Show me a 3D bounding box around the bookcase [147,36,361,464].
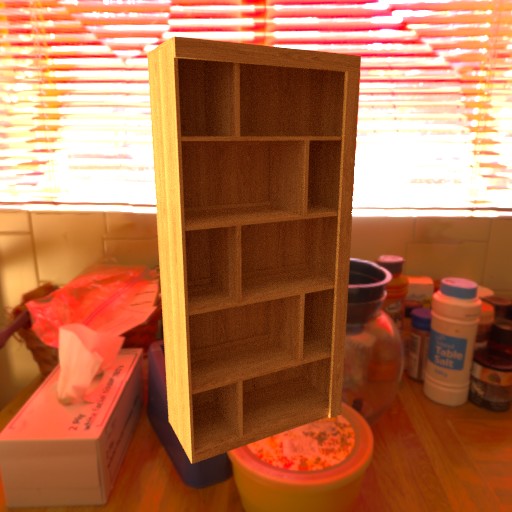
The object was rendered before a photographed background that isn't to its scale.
[{"bbox_3d":[0.000,0.000,2.405,0.950,2.020,0.420,-8,17,-26],"label":"bookcase"}]
